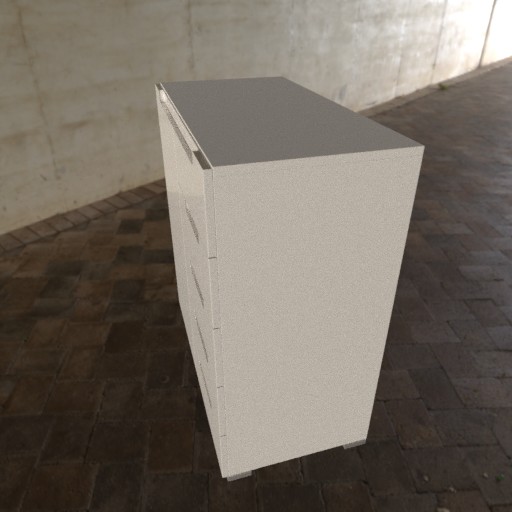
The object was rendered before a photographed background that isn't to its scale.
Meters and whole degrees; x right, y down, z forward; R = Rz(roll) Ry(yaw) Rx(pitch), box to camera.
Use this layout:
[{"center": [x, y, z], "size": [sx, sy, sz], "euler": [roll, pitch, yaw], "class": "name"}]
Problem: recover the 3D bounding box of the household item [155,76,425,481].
[{"center": [0.000, 0.000, 1.328], "size": [0.420, 0.870, 0.800], "euler": [-9, 32, -14], "class": "household item"}]
